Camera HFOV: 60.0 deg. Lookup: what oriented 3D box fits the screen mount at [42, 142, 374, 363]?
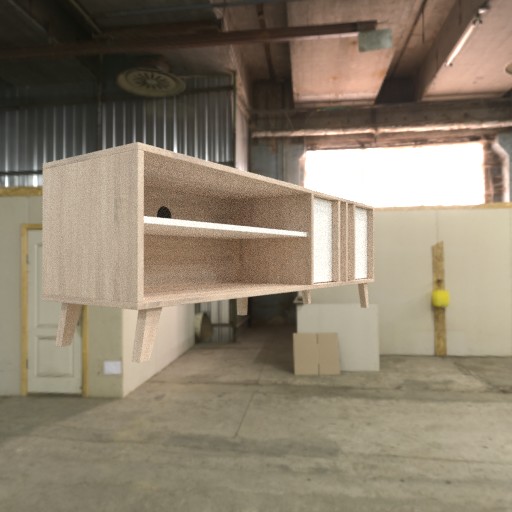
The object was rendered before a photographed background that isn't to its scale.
[{"bbox_3d":[0.000,0.000,1.734,0.400,0.510,1.500,0,0,35],"label":"screen mount"}]
